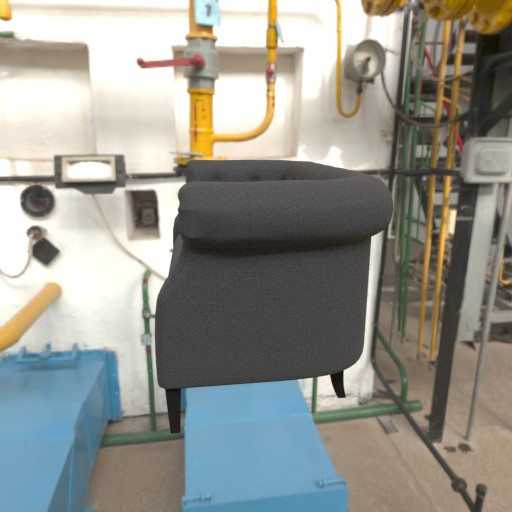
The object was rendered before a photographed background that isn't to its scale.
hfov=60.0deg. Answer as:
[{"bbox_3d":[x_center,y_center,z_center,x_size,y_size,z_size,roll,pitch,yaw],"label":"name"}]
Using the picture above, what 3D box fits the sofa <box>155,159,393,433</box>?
[{"bbox_3d":[0.000,0.000,2.067,0.835,0.827,1.558,-2,15,-8],"label":"sofa"}]
